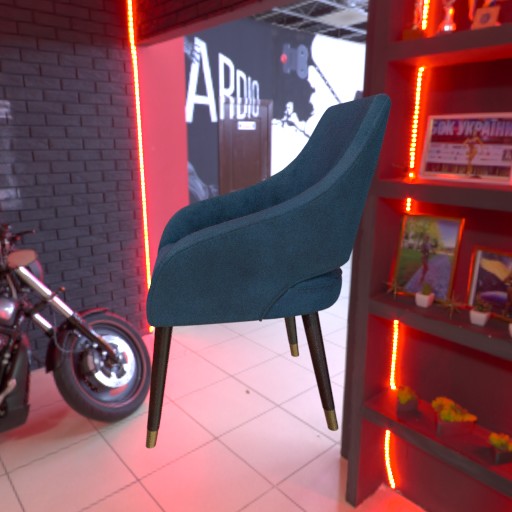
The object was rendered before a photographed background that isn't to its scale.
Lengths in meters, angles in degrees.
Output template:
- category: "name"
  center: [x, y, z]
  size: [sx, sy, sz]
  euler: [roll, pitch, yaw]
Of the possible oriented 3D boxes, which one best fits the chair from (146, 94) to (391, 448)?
- category: "chair"
  center: [0.000, 0.000, 1.584]
  size: [0.794, 1.081, 0.683]
  euler: [-2, 15, -9]
